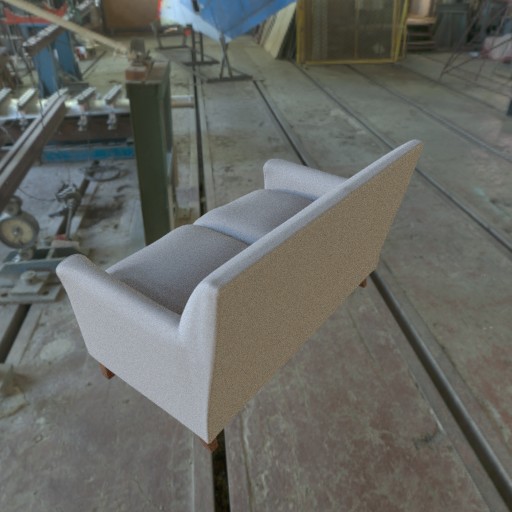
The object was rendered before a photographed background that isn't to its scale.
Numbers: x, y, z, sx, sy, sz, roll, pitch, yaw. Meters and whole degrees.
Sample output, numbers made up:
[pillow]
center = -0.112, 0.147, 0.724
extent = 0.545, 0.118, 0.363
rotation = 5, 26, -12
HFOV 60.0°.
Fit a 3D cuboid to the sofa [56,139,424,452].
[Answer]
[sofa]
center = 0.000, 0.000, 2.059
extent = 0.888, 0.890, 1.482
rotation = 22, 39, 31
